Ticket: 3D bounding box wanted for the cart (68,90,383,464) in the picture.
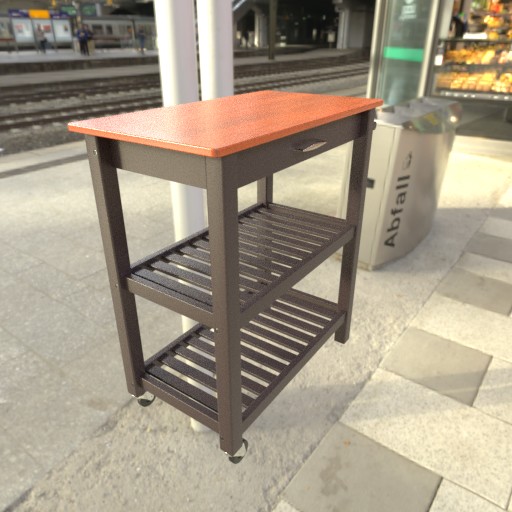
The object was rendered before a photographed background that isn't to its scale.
[{"bbox_3d":[0.000,0.000,1.452,0.457,0.927,0.899,17,31,31],"label":"cart"}]
